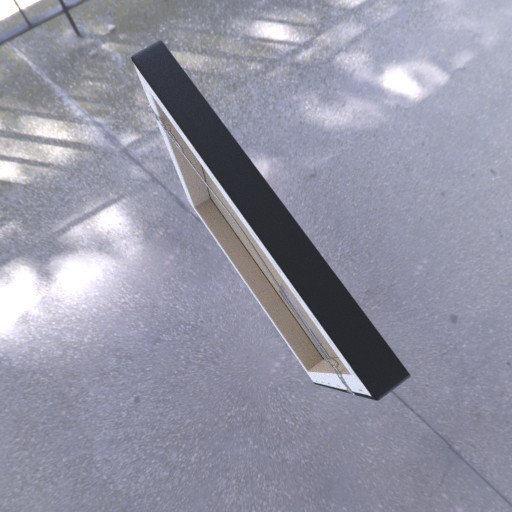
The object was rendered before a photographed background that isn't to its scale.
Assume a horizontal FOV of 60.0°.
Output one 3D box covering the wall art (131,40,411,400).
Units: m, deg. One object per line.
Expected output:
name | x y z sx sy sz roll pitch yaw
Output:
wall art | 0.000 0.000 0.607 0.041 0.407 0.406 -34 78 -8
